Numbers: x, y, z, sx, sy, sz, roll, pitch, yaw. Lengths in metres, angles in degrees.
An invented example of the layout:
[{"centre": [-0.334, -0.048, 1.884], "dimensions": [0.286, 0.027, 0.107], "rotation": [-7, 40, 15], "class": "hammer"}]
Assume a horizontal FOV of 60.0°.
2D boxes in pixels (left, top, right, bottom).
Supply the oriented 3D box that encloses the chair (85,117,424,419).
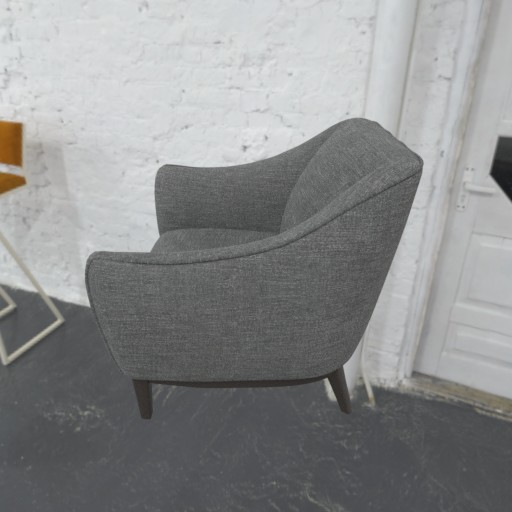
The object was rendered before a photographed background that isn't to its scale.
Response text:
[{"centre": [0.000, 0.000, 1.518], "dimensions": [0.851, 0.829, 0.870], "rotation": [1, 27, 1], "class": "chair"}]
